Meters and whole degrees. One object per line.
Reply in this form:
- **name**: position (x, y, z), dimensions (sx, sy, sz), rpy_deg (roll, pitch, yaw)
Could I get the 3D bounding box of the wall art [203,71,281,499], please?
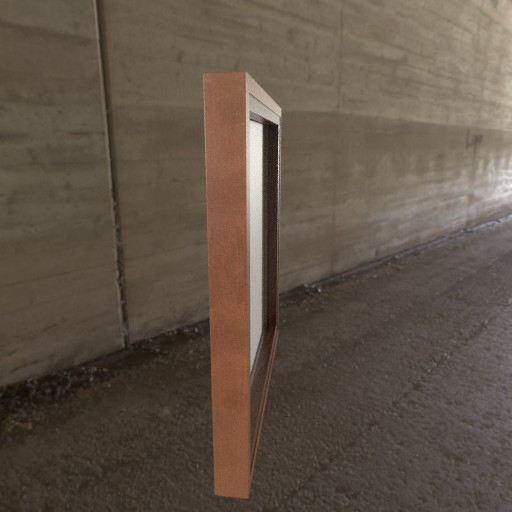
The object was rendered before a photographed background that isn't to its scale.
- **wall art**: position (0.000, 0.000, 0.593), dimensions (0.035, 0.403, 0.403), rpy_deg (2, 14, 7)
